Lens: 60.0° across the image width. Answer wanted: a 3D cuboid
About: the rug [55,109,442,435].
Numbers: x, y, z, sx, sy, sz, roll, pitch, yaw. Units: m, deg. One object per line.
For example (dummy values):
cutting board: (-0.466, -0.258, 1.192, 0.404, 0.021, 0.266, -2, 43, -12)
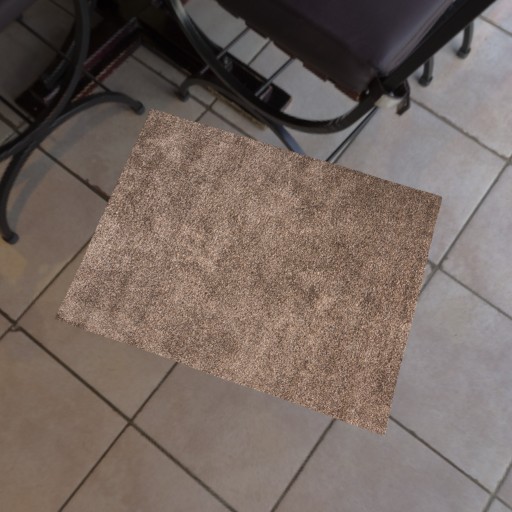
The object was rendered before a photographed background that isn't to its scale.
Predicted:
rug: (0.000, 0.000, 2.178, 1.601, 0.025, 1.198, 18, 75, 5)
